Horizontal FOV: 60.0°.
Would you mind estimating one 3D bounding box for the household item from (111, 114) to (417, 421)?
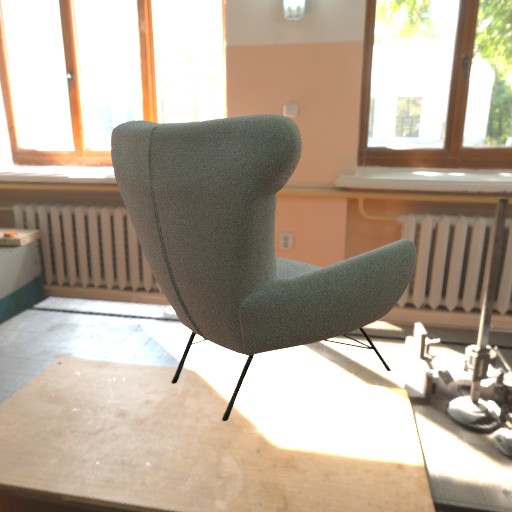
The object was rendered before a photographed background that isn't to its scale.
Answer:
[{"bbox_3d":[0.000,0.000,1.783,0.900,1.050,0.980,-14,21,-42],"label":"household item"}]
